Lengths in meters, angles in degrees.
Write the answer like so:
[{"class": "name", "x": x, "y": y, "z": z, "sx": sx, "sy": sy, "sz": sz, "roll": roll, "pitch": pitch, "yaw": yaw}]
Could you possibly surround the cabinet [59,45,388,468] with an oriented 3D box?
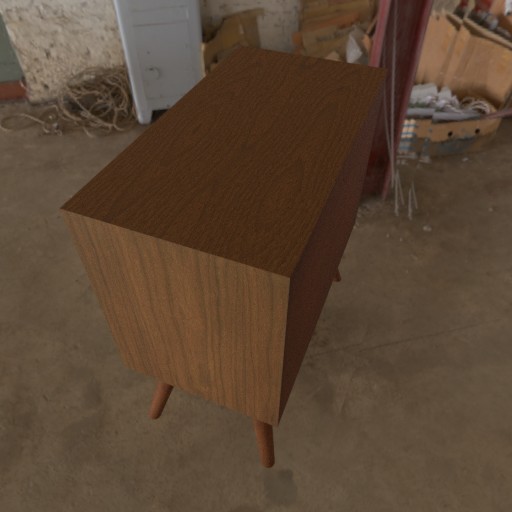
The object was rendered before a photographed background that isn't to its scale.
[{"class": "cabinet", "x": 0.000, "y": 0.000, "z": 1.143, "sx": 0.388, "sy": 0.748, "sz": 0.712, "roll": 16, "pitch": 48, "yaw": 15}]
